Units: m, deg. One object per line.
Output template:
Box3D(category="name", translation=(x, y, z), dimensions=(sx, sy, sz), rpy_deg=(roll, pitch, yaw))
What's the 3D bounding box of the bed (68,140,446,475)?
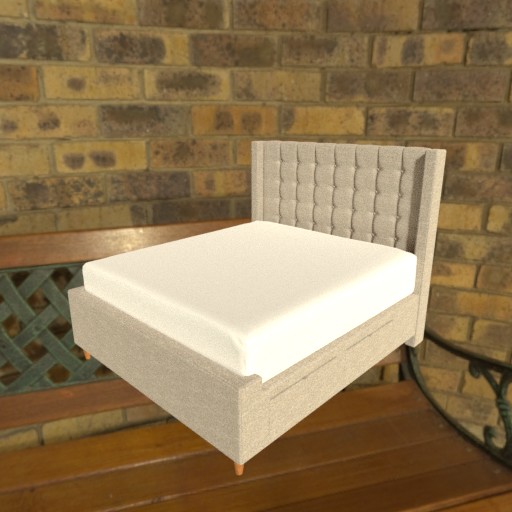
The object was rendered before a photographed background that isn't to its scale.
Box3D(category="bed", translation=(0.000, 0.000, 3.718), dimensions=(2.044, 1.748, 2.372), rpy_deg=(16, 23, 41))
